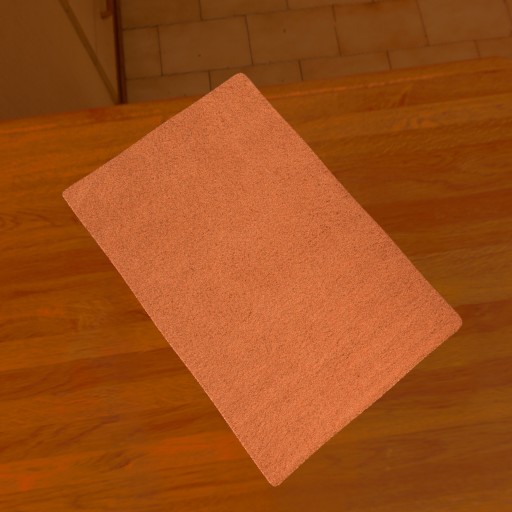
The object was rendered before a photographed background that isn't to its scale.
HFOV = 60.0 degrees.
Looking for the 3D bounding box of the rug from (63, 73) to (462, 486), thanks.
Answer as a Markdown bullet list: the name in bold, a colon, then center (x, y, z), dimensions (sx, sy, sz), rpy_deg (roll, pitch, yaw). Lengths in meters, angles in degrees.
- **rug**: center (0.000, 0.000, 3.382), dimensions (1.801, 0.024, 2.700), rpy_deg (-37, 79, -8)
